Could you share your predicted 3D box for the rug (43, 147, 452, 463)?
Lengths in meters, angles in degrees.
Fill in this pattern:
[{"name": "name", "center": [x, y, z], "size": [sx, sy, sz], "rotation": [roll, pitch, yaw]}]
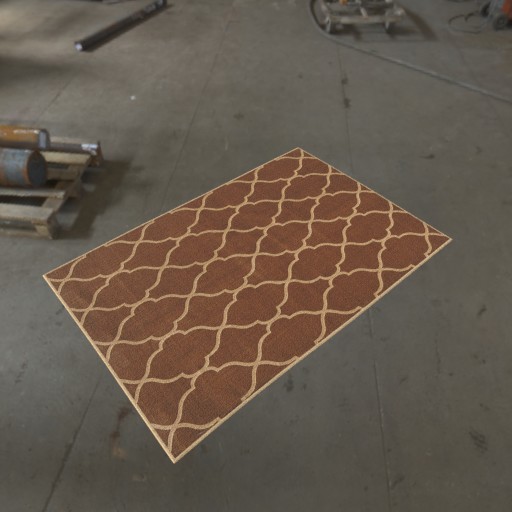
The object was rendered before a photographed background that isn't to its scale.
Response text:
[{"name": "rug", "center": [0.000, 0.000, 2.944], "size": [2.290, 0.014, 1.526], "rotation": [-32, 54, -27]}]
